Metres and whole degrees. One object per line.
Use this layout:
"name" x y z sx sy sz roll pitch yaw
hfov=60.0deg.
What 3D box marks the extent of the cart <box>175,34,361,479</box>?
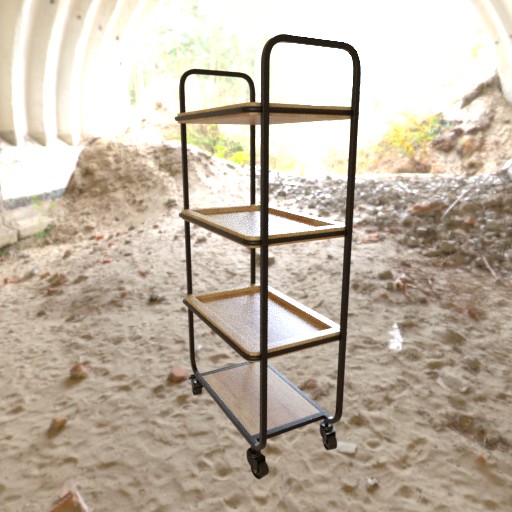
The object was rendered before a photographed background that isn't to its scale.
"cart" 0.000 0.000 1.306 0.321 1.080 0.545 -8 16 -28
